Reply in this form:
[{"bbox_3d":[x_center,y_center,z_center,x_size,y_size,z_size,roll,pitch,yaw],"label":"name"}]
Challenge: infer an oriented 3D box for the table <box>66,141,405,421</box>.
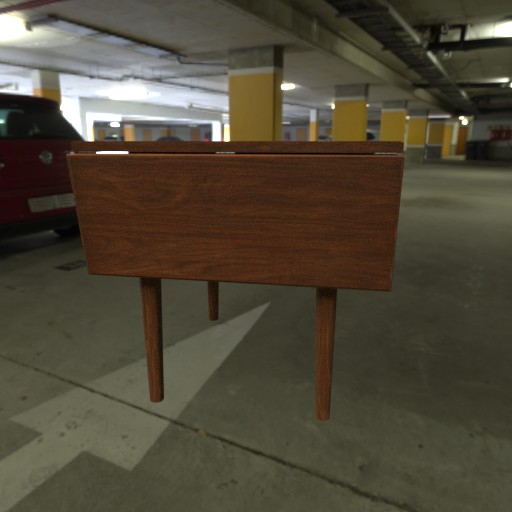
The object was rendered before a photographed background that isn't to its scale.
[{"bbox_3d":[0.000,0.000,1.521,0.812,0.763,0.843,3,15,10],"label":"table"}]
